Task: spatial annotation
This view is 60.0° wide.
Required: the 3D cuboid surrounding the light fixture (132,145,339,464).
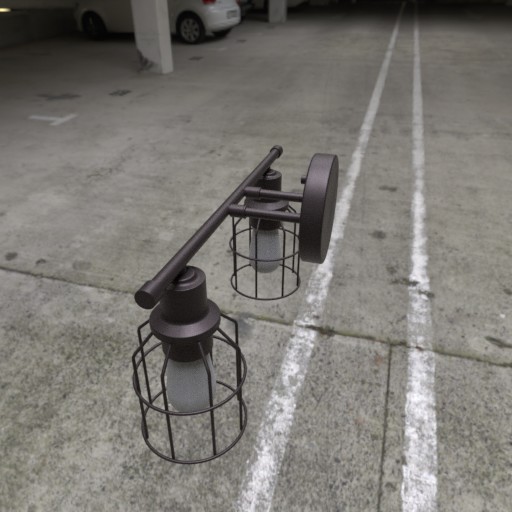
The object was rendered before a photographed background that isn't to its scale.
[{"bbox_3d":[0.000,0.000,0.526,0.165,0.254,0.406,8,31,14],"label":"light fixture"}]
